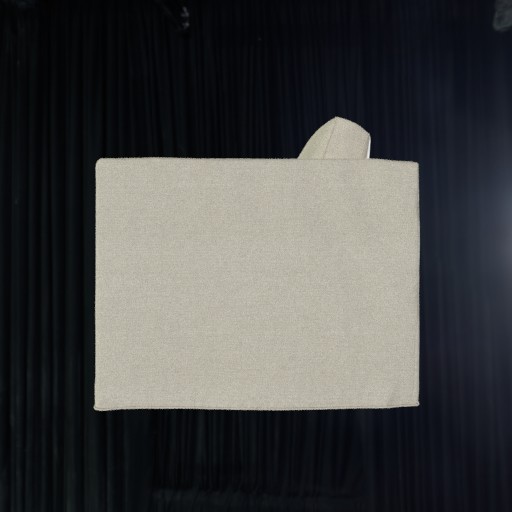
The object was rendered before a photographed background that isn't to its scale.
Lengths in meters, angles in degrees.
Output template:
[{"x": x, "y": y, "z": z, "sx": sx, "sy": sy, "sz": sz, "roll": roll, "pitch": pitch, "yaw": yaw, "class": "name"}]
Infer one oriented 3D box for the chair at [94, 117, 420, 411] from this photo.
[{"x": 0.000, "y": 0.000, "z": 1.755, "sx": 0.949, "sy": 0.867, "sz": 1.057, "roll": 0, "pitch": 0, "yaw": 0, "class": "chair"}]
